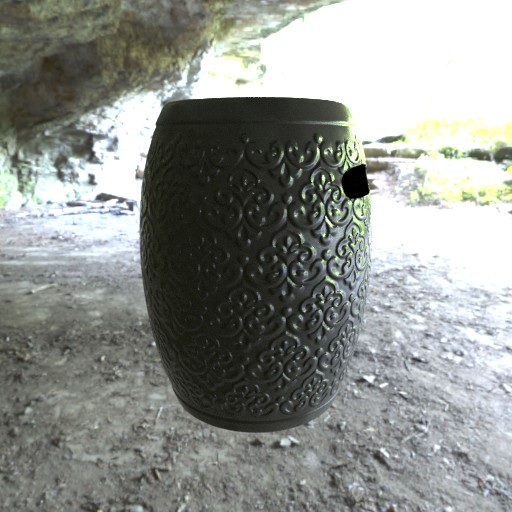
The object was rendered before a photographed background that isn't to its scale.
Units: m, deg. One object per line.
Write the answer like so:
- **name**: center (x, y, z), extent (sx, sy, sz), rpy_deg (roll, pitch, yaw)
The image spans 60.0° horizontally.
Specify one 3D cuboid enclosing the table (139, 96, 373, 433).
- **table**: center (0.000, 0.000, 0.611), extent (0.309, 0.397, 0.309), rpy_deg (0, 14, 0)
